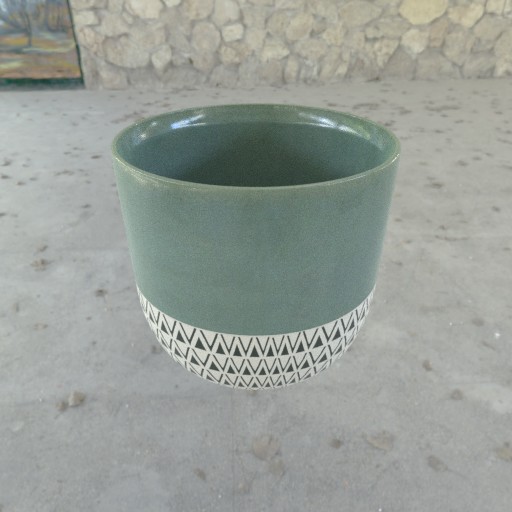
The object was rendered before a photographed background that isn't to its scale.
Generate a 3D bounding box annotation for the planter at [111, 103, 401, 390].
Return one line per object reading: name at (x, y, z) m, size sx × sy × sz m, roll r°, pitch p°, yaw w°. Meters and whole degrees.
planter at (0.000, 0.000, 0.489) m, size 0.266 × 0.270 × 0.266 m, roll 0°, pitch 31°, yaw 0°
